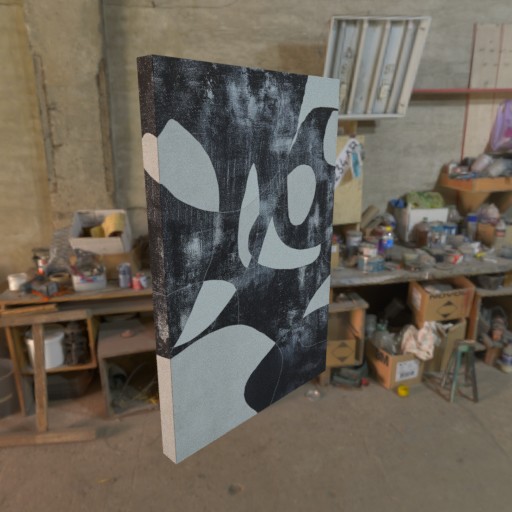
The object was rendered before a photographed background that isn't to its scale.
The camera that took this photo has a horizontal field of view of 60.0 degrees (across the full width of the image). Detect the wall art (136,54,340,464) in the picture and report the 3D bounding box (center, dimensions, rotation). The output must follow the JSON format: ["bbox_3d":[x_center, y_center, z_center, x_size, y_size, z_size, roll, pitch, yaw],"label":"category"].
[{"bbox_3d":[0.000,0.000,0.784,0.039,0.610,0.407,15,22,42],"label":"wall art"}]
